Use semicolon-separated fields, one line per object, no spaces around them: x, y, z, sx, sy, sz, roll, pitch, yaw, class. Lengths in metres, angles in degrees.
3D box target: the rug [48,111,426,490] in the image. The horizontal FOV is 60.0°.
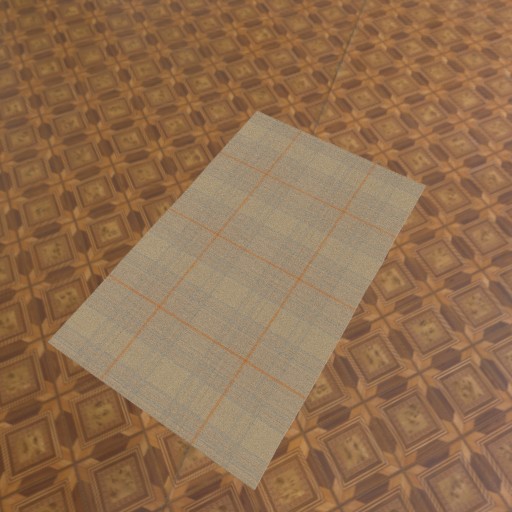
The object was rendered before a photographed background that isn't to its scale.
0.000;0.000;3.074;1.527;0.016;2.442;29;64;16;rug
